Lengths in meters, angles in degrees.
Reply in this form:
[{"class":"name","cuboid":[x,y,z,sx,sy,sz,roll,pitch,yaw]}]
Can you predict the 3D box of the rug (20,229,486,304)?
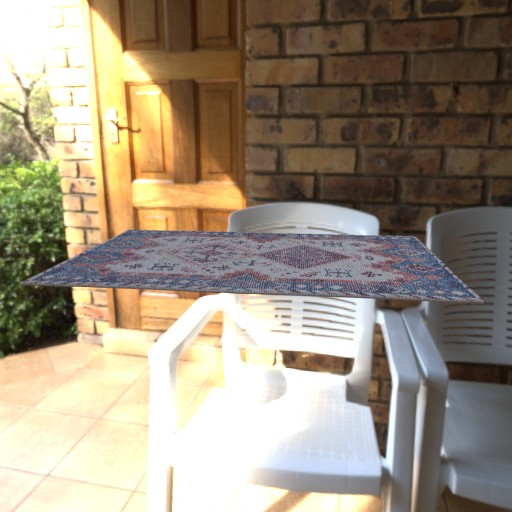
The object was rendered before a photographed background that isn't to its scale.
[{"class":"rug","cuboid":[0.000,0.000,3.042,2.464,0.023,1.521,2,15,7]}]
